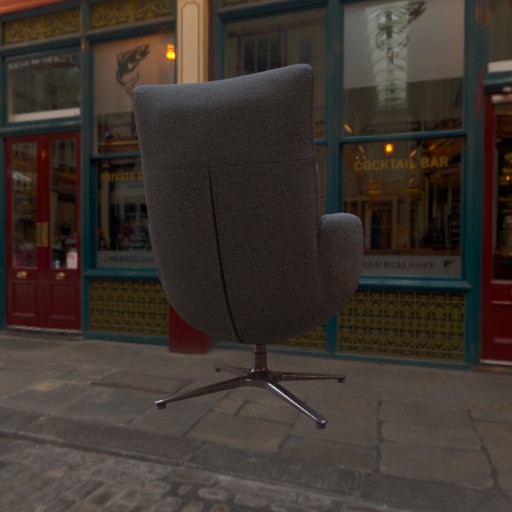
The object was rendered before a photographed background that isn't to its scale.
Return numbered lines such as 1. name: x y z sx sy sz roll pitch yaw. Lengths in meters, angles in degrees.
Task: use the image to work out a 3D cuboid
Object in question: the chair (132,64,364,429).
1. chair: 0.000 0.000 1.543 0.702 0.984 0.831 0 0 18
